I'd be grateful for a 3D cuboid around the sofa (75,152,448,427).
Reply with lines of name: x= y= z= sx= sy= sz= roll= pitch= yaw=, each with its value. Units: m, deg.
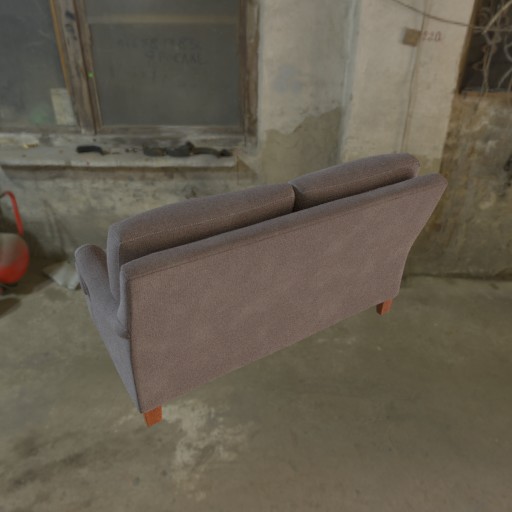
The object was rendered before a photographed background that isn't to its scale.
sofa: x=0.000 y=0.000 z=2.560 sx=1.853 sy=1.101 sz=1.084 roll=-18 pitch=35 yaw=-28
